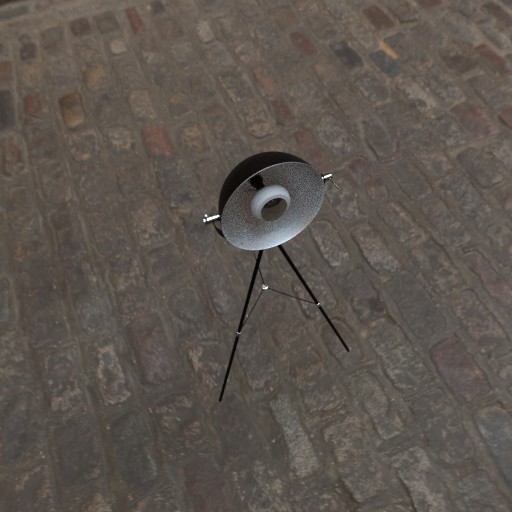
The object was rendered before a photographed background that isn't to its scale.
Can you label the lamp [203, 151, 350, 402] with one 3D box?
[{"bbox_3d":[0.000,0.000,2.068,0.817,1.512,0.920,-21,66,-10],"label":"lamp"}]
